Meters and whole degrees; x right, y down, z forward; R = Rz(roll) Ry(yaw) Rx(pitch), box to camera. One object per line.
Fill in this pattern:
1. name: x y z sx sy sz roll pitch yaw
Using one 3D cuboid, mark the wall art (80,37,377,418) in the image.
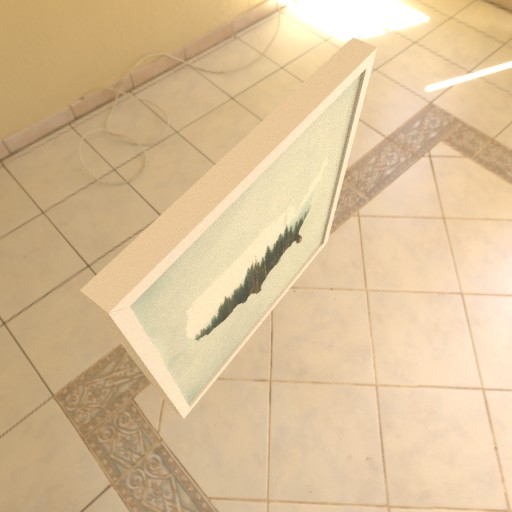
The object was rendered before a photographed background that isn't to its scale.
1. wall art: 0.000 0.000 0.445 0.024 0.304 0.304 33 65 18
